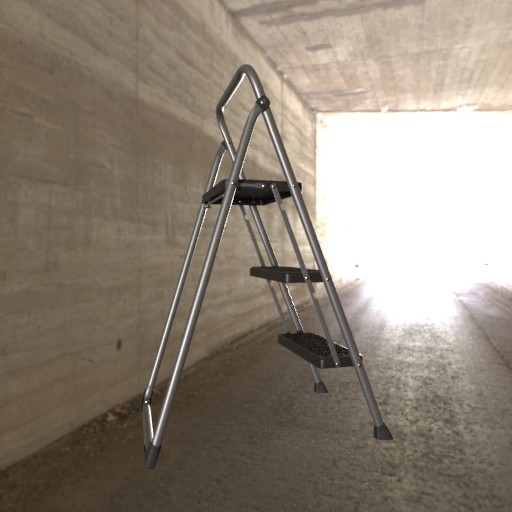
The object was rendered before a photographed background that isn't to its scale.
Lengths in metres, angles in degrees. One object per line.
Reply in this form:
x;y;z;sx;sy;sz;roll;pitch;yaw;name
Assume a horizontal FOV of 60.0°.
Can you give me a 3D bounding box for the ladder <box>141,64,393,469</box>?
0.000;0.000;1.261;0.629;0.945;0.430;0;1;-16;ladder
